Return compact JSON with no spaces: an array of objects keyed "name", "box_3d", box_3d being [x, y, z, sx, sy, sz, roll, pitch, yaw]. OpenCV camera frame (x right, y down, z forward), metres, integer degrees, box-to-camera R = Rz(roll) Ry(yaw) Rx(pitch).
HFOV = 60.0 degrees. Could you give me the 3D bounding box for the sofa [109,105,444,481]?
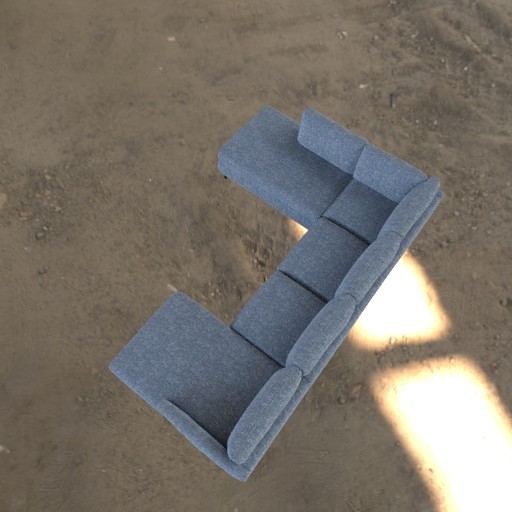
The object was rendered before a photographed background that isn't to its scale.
[{"name":"sofa","box_3d":[0.000,0.000,3.584,1.879,0.756,2.737,35,68,16]}]
